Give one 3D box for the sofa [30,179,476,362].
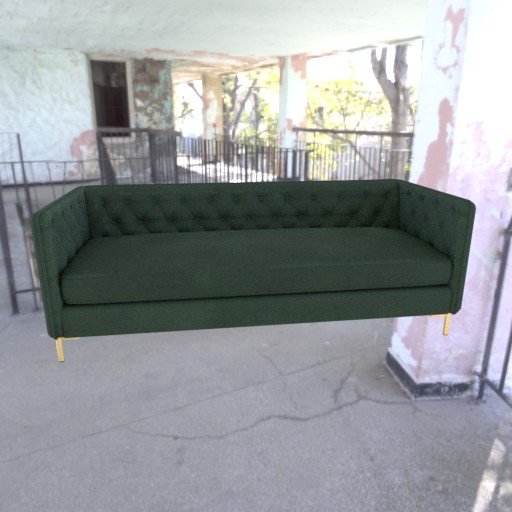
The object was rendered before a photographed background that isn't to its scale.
[{"bbox_3d":[0.000,0.000,2.629,2.209,0.771,0.895,-2,18,-8],"label":"sofa"}]
